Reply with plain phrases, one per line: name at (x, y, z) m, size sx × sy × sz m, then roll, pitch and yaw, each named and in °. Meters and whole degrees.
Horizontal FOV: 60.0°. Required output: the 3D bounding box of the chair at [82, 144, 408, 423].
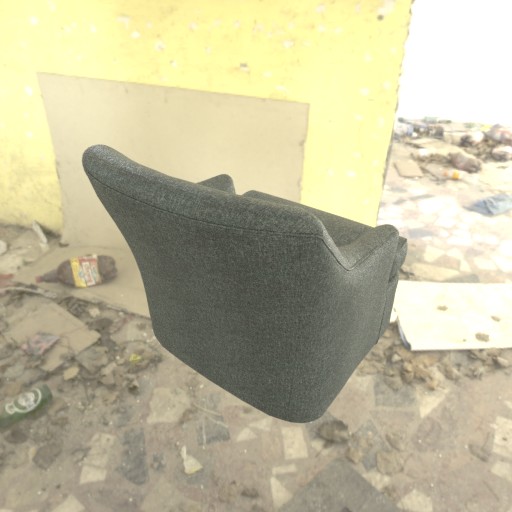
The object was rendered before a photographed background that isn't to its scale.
chair at (0.000, 0.000, 1.571) m, size 0.864 × 0.856 × 0.923 m, roll 23°, pitch 38°, yaw 32°
